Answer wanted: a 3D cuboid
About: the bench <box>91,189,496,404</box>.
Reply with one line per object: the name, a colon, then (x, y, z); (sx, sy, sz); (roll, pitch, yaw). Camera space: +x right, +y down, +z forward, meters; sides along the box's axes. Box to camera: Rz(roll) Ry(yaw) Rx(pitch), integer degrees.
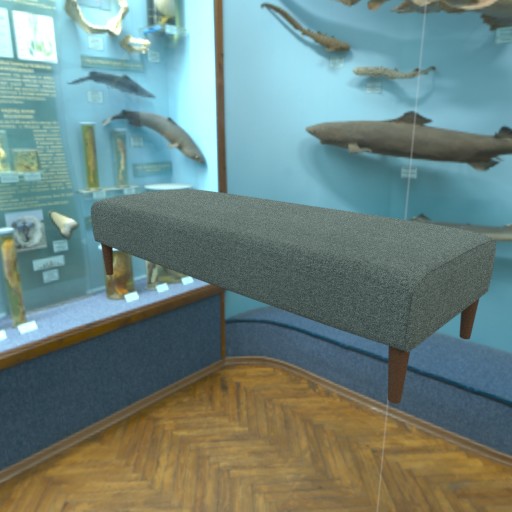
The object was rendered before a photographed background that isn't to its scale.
bench: (0.000, 0.000, 1.791); (1.598, 0.384, 0.631); (15, 22, 42)
